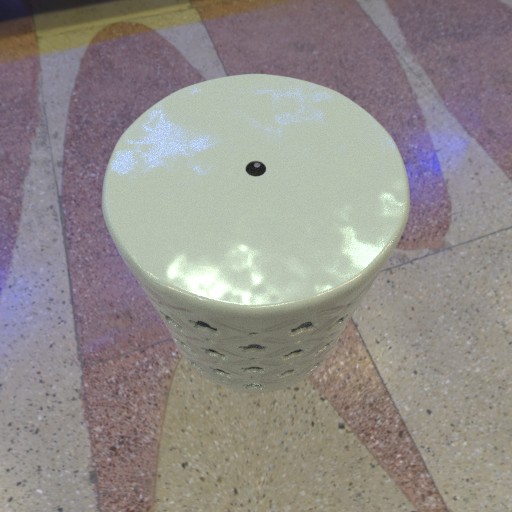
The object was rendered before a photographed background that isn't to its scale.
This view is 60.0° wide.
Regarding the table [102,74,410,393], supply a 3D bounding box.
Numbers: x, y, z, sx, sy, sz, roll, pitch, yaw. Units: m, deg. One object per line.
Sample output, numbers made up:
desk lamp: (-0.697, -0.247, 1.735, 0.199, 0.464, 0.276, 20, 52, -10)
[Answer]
table: (0.000, 0.000, 0.667, 0.352, 0.387, 0.352, 0, 59, 0)
